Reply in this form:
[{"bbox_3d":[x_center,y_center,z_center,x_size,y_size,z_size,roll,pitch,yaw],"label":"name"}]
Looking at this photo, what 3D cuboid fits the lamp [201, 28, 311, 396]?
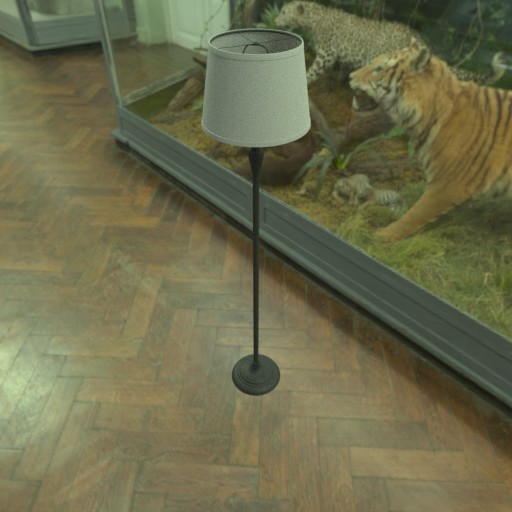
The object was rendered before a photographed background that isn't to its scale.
[{"bbox_3d":[0.000,0.000,1.670,0.327,1.506,0.327,12,42,13],"label":"lamp"}]
